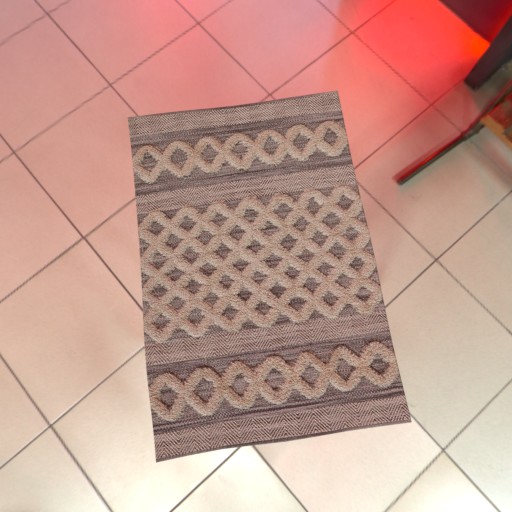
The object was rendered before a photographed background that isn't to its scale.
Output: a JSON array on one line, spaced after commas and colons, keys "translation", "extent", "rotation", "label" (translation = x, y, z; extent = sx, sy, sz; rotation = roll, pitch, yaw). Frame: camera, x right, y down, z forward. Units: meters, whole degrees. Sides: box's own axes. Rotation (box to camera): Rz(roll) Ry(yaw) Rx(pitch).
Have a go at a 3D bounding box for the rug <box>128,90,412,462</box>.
[{"translation": [0.000, 0.000, 2.299], "extent": [1.222, 0.030, 1.823], "rotation": [-8, 75, -2], "label": "rug"}]
